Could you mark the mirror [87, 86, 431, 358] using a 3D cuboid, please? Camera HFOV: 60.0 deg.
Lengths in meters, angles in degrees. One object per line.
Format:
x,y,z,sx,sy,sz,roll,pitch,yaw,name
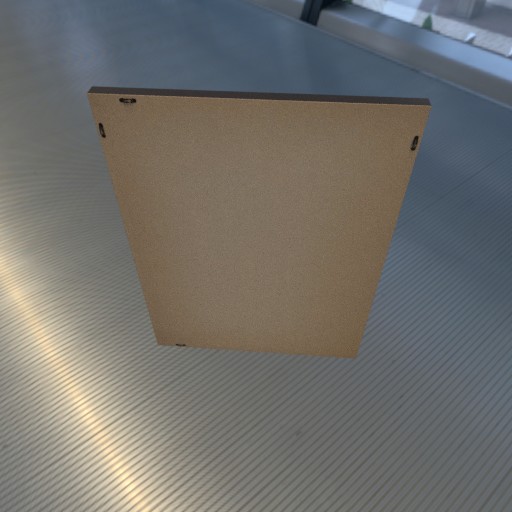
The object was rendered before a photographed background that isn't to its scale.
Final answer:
0.000,0.000,1.350,0.762,1.016,0.041,3,46,3,mirror
